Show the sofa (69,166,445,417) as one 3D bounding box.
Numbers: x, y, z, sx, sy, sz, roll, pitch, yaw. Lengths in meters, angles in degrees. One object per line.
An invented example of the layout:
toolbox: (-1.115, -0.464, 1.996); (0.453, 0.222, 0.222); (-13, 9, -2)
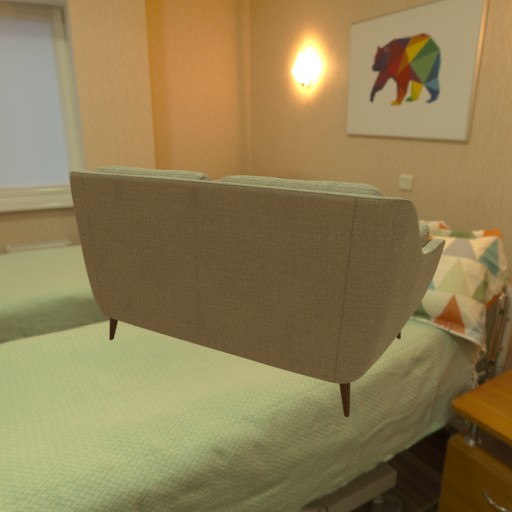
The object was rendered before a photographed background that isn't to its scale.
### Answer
sofa: (0.000, 0.000, 2.223); (1.652, 0.888, 0.965); (10, 20, 28)
